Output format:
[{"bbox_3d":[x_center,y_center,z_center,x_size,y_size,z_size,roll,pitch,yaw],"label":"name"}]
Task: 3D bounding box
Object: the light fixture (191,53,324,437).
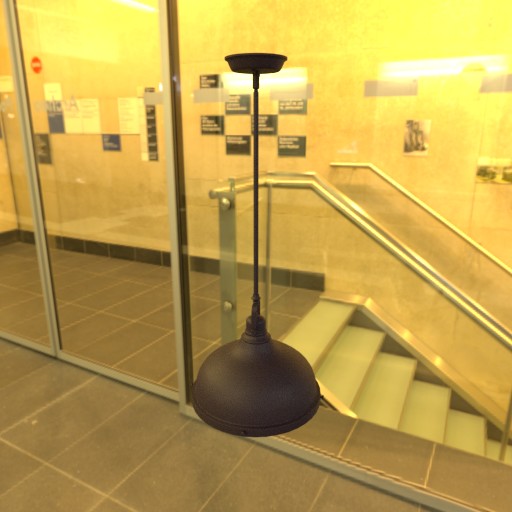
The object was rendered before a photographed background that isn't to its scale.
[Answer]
[{"bbox_3d":[0.000,0.000,1.030,0.341,0.849,0.341,3,16,9],"label":"light fixture"}]
